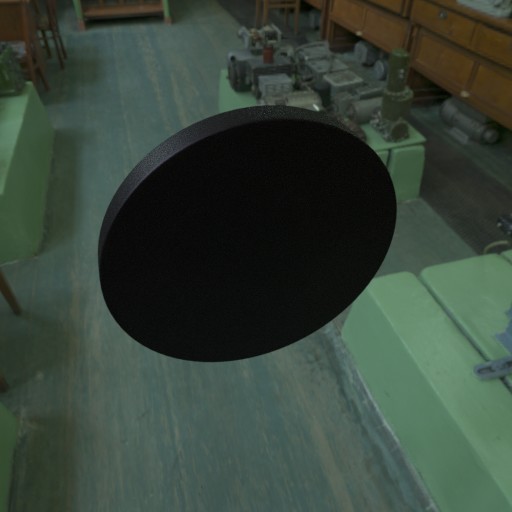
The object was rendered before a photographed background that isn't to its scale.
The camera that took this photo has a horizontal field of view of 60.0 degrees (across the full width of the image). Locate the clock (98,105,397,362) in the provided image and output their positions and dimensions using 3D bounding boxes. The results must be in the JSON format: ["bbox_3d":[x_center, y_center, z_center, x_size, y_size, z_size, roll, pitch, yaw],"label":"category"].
[{"bbox_3d":[0.000,0.000,0.467,0.314,0.314,0.029,-12,43,-13],"label":"clock"}]
